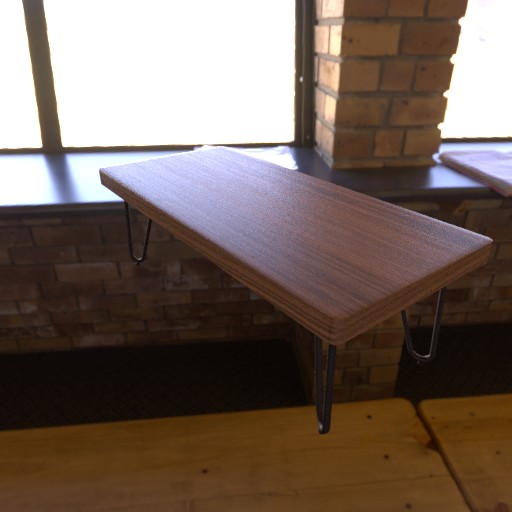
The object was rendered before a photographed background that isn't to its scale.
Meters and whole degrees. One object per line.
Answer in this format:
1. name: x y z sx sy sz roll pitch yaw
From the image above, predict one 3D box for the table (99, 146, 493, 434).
1. table: 0.000 0.000 1.655 0.637 0.468 1.375 -19 33 -33
